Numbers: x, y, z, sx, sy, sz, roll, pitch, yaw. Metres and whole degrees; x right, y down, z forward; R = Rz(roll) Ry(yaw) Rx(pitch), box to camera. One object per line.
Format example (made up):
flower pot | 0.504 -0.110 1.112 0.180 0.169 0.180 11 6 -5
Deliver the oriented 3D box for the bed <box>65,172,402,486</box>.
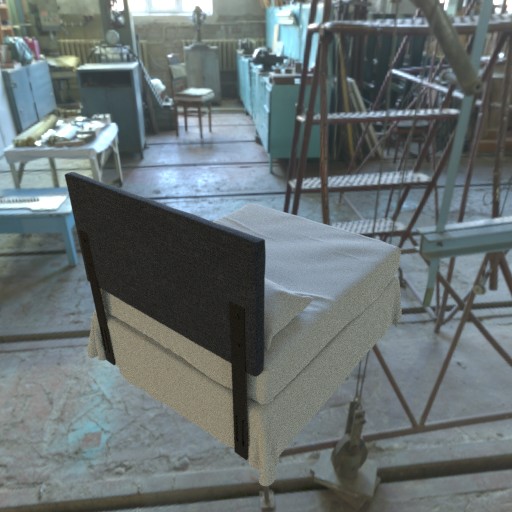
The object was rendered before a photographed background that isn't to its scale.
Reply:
bed | 0.000 0.000 3.553 1.936 1.577 2.222 21 35 33
